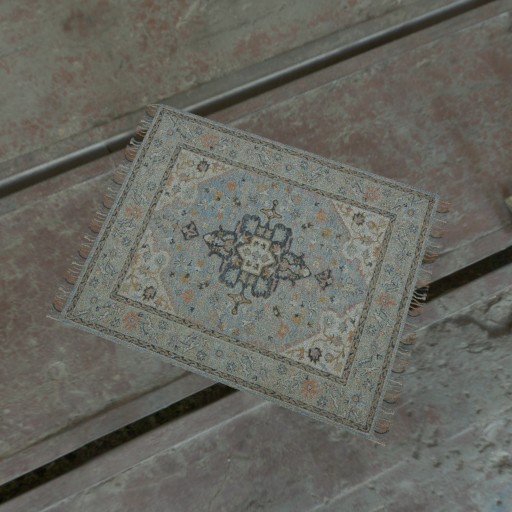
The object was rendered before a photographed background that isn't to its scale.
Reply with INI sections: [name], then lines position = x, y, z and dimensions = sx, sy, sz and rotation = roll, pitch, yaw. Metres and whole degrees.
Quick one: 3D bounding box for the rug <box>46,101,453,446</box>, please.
[rug]
position = 0.000, 0.000, 4.162
dimensions = 3.221, 0.011, 2.379
rotation = 19, 76, 5
